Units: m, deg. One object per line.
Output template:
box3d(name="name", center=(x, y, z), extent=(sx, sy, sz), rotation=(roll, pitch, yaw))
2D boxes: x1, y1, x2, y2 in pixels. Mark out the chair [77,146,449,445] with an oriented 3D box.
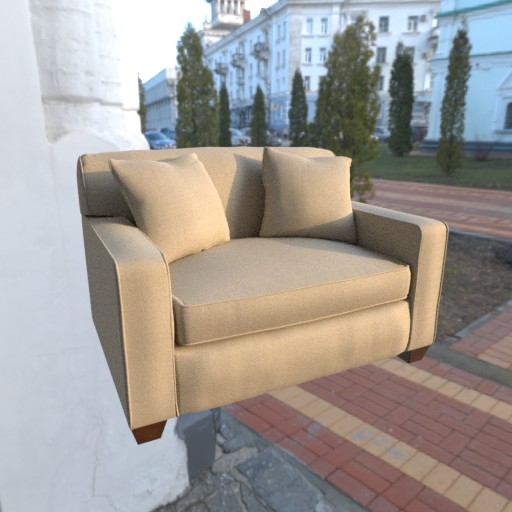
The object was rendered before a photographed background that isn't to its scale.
box3d(name="chair", center=(0.000, 0.000, 2.015), extent=(1.383, 0.948, 1.000), rotation=(-8, 18, -25))
